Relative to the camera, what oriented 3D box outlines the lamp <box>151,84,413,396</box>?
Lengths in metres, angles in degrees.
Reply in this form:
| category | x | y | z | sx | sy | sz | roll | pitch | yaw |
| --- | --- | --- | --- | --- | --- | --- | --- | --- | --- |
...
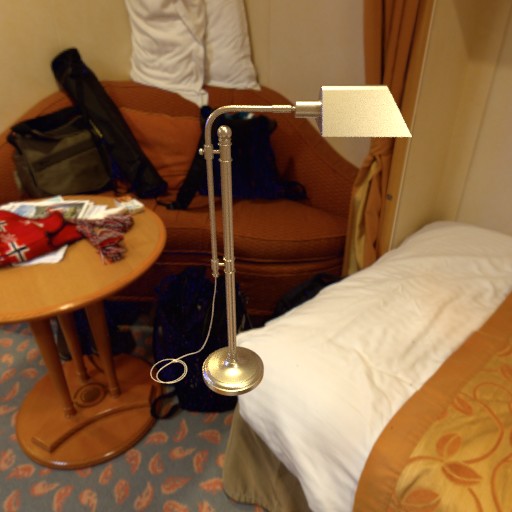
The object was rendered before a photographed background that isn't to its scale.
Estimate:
| category | x | y | z | sx | sy | sz | roll | pitch | yaw |
| --- | --- | --- | --- | --- | --- | --- | --- | --- | --- |
| lamp | 0.000 | 0.000 | 0.967 | 0.546 | 0.708 | 0.159 | 1 | 31 | 1 |
